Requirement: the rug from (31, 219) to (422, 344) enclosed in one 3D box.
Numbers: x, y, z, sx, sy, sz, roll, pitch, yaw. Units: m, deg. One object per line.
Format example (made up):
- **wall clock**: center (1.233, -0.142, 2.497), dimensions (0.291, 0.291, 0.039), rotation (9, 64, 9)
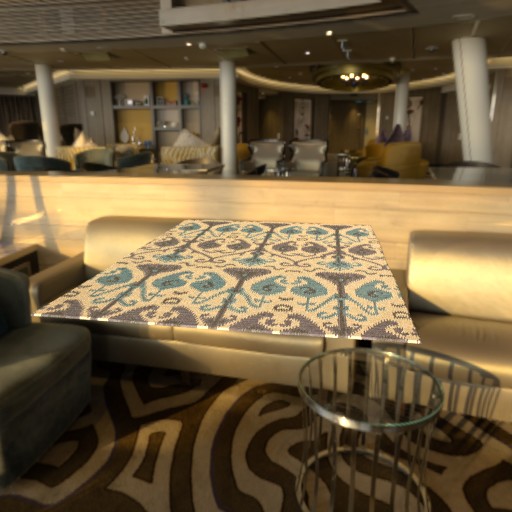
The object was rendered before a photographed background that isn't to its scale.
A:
- **rug**: center (0.000, 0.000, 2.914), dimensions (1.676, 0.013, 2.261), rotation (3, 16, 9)
